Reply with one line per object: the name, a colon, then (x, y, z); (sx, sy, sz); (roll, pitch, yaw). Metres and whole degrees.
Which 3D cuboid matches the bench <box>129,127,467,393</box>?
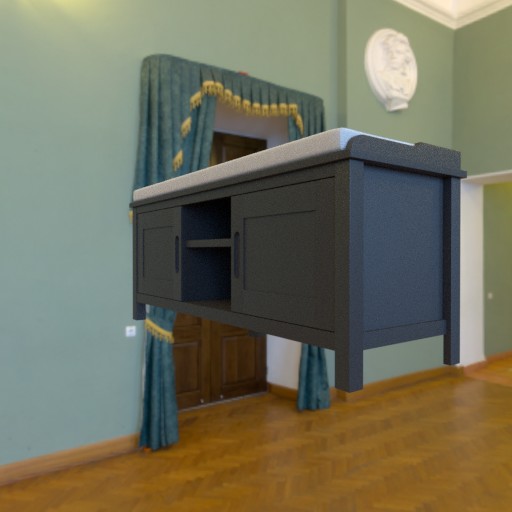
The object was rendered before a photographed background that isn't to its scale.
bench: (0.000, 0.000, 1.387); (0.398, 0.501, 1.140); (0, 1, -36)
